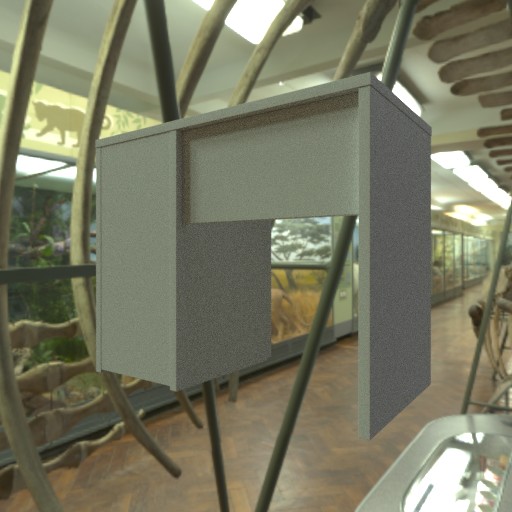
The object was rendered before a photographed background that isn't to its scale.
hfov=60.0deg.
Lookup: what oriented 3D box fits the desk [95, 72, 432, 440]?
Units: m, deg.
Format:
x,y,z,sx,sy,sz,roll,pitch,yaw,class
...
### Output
x,y,z,sx,sy,sz,roll,pitch,yaw,class
0.000,0.000,1.332,0.898,0.730,0.482,0,0,35,desk
